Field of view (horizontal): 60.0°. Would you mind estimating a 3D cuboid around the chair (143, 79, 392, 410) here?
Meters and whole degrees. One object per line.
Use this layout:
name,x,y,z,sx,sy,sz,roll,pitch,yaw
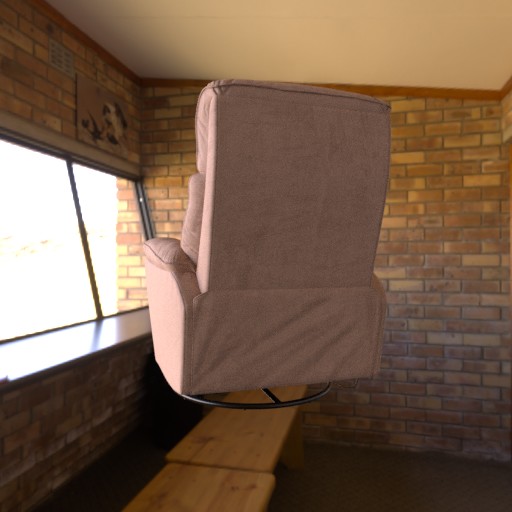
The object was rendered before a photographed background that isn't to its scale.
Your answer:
chair,0.000,0.000,1.756,0.820,1.037,1.004,0,0,-18
